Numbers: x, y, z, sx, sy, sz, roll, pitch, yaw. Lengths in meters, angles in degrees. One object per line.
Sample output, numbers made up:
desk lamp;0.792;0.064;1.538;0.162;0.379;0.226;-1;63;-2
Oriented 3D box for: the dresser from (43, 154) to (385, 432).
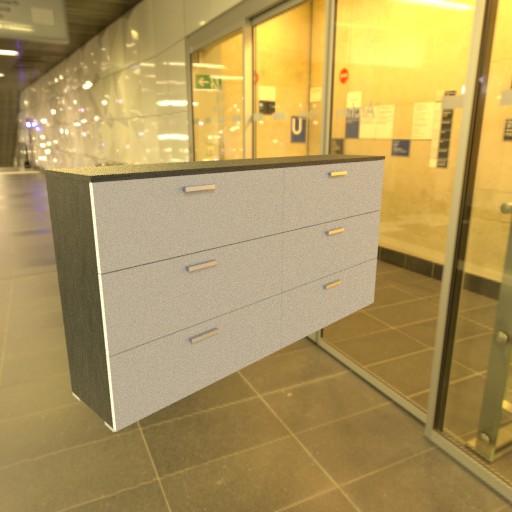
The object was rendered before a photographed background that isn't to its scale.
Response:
dresser;0.000;0.000;1.888;0.333;0.790;1.535;15;21;43
